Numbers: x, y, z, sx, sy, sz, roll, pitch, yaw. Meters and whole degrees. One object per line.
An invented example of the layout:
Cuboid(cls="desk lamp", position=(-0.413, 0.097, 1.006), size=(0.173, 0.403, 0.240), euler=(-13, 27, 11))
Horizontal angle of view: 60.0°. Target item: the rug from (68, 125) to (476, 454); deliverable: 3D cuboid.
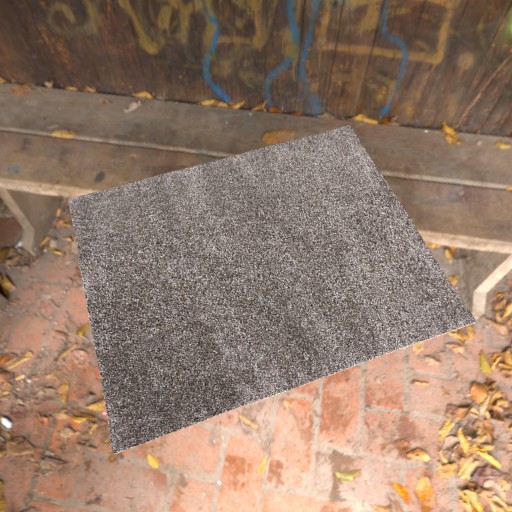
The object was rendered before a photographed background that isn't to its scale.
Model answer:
Cuboid(cls="rug", position=(0.000, 0.000, 3.964), size=(3.000, 0.025, 2.401), euler=(-17, 61, -10))
